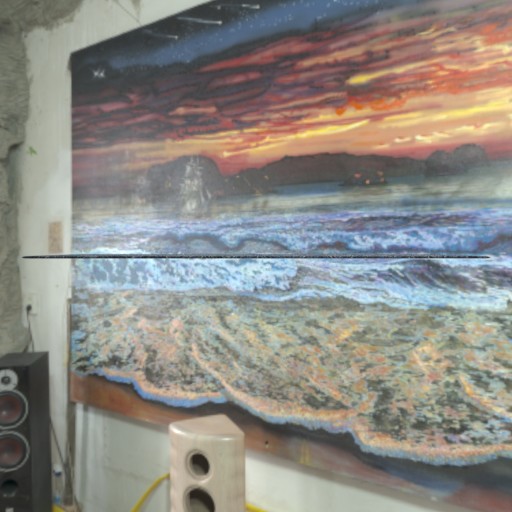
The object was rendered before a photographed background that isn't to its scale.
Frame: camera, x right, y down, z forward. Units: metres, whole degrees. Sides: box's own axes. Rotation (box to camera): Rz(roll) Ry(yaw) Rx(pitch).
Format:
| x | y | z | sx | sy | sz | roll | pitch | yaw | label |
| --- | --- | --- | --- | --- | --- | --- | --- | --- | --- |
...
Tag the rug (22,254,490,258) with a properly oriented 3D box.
| x | y | z | sx | sy | sz | roll | pitch | yaw | label |
| --- | --- | --- | --- | --- | --- | --- | --- | --- | --- |
| 0.000 | 0.000 | 2.517 | 2.306 | 0.013 | 0.719 | 0 | 1 | -1 | rug |
